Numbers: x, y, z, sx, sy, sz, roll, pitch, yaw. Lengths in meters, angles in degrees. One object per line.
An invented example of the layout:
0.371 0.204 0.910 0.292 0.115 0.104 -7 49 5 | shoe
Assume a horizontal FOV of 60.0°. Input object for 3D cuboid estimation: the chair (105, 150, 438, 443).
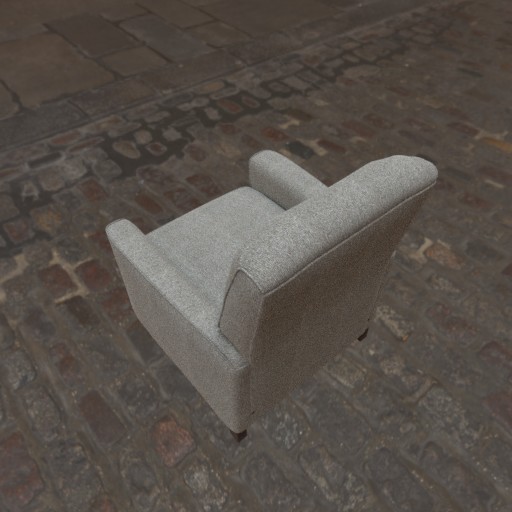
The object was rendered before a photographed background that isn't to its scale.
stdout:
0.000 0.000 1.669 0.841 1.028 0.858 -32 54 -26 | chair
